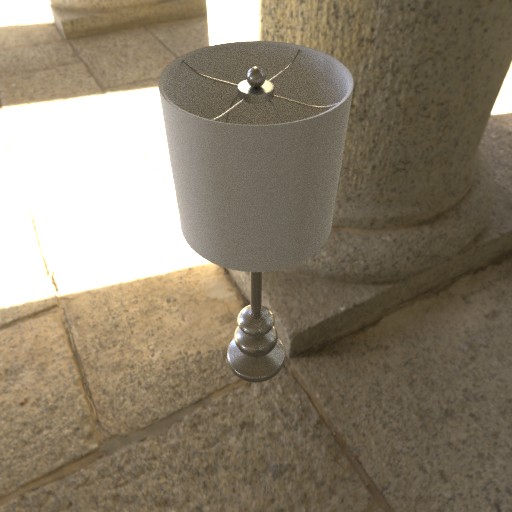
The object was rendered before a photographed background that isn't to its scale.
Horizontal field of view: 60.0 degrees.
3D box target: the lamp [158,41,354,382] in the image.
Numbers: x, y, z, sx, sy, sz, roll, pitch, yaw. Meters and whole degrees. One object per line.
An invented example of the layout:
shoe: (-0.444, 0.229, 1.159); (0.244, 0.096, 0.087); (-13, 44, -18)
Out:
lamp: (0.000, 0.000, 0.815); (0.254, 0.690, 0.254); (24, 50, 22)
